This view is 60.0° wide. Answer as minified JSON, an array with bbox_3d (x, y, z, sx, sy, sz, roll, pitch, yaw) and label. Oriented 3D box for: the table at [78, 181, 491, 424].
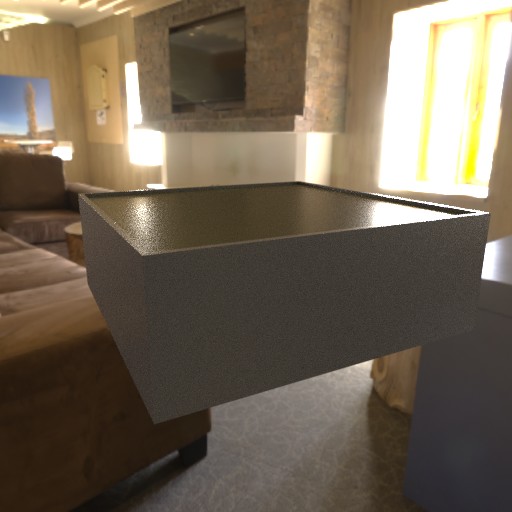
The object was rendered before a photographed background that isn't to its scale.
[{"bbox_3d":[0.000,0.000,1.223,0.801,0.299,0.801,-8,17,-26],"label":"table"}]
